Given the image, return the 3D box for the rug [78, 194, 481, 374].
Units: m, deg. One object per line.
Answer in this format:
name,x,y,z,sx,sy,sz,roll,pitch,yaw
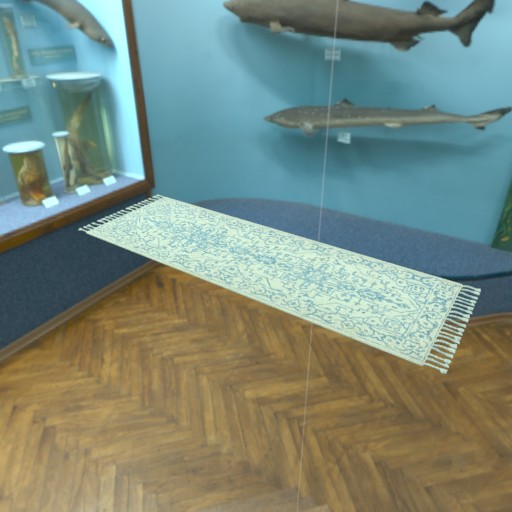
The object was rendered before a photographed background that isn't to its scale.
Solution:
rug,0.000,0.000,2.730,2.449,0.011,0.774,19,35,29
